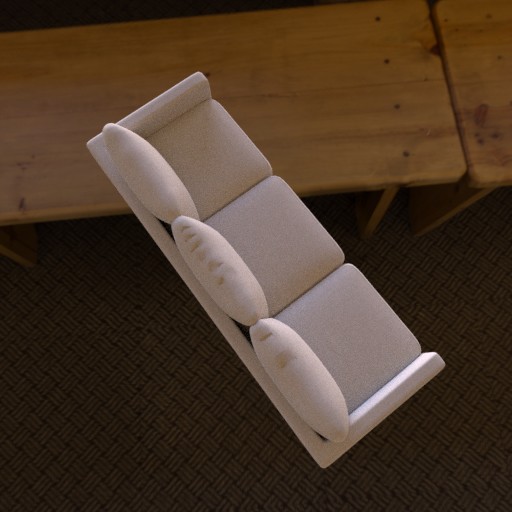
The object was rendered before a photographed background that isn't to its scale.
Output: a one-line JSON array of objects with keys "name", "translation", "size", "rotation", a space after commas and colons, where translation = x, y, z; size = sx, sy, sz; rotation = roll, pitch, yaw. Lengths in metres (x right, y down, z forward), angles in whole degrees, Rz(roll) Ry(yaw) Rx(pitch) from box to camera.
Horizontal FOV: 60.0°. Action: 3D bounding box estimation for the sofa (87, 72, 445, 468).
[{"name": "sofa", "translation": [0.000, 0.000, 2.657], "size": [0.859, 0.874, 2.218], "rotation": [-36, 78, -9]}]
